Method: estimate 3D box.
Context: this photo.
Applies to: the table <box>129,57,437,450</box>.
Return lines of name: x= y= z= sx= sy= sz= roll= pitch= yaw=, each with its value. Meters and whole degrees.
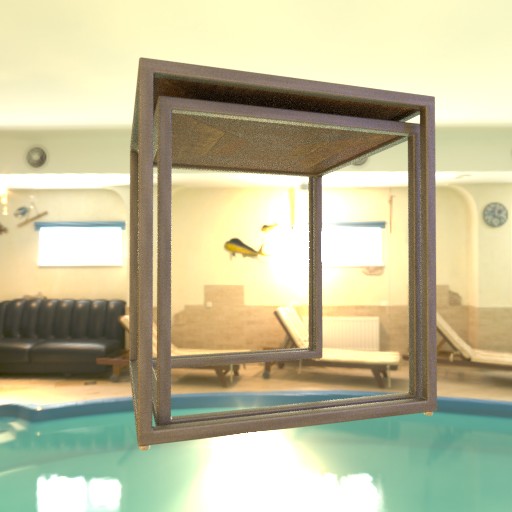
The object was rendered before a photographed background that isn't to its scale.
table: x=0.000 y=0.000 z=0.837 sx=0.449 sy=0.500 sz=0.450 roll=0 pitch=-1 yaw=-17
